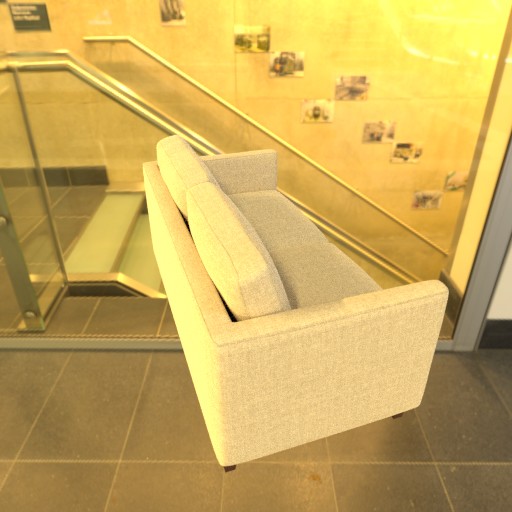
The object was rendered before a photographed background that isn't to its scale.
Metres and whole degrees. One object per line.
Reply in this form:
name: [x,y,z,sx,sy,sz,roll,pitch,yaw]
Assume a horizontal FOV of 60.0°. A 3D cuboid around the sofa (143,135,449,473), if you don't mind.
sofa: [0.000,0.000,2.406,0.950,0.963,1.884,-10,32,-16]
